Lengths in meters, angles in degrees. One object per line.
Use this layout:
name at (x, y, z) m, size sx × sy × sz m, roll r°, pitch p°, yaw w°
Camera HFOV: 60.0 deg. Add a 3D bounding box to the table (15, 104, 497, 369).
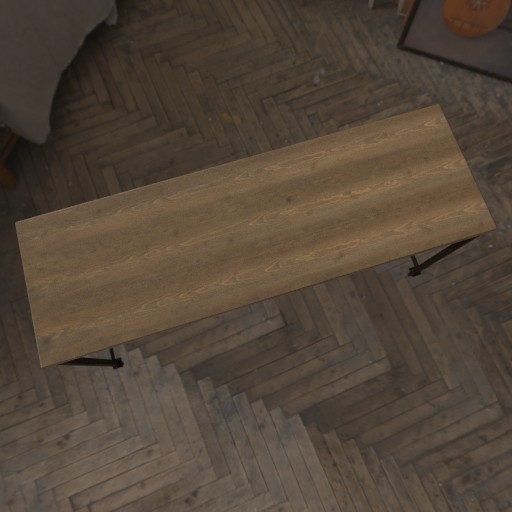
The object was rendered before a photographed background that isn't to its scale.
table at (0.000, 0.000, 2.070) m, size 1.700 × 0.902 × 0.551 m, roll -17°, pitch 76°, yaw -4°
